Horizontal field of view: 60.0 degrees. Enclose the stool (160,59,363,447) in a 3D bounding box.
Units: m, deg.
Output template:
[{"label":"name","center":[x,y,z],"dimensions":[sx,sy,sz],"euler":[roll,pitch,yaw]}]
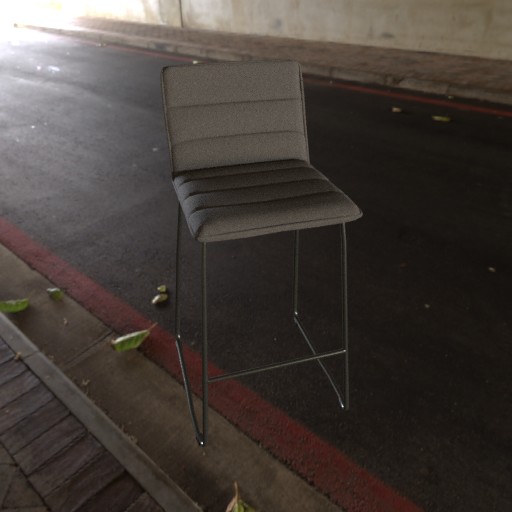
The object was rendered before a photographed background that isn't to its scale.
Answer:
[{"label":"stool","center":[0.000,0.000,1.261],"dimensions":[0.490,0.960,0.490],"euler":[-9,34,-14]}]
